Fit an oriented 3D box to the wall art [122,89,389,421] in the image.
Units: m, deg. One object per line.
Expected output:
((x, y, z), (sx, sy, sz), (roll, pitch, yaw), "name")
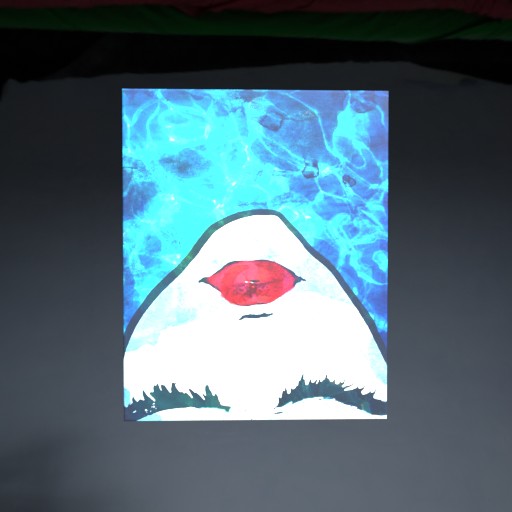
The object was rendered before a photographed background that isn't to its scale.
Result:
((0.000, 0.000, 1.038), (0.609, 0.760, 0.038), (0, 1, -1), "wall art")
